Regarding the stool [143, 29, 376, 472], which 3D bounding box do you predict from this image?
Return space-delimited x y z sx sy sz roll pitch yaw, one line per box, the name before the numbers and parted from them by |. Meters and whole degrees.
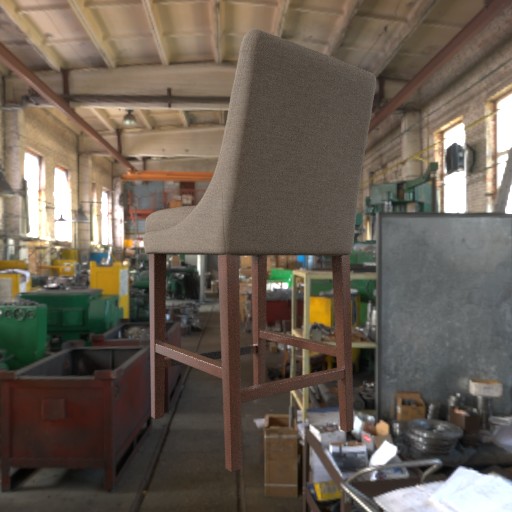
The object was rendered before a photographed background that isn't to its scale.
stool | 0.000 0.000 1.274 0.470 0.981 0.577 0 0 -37
